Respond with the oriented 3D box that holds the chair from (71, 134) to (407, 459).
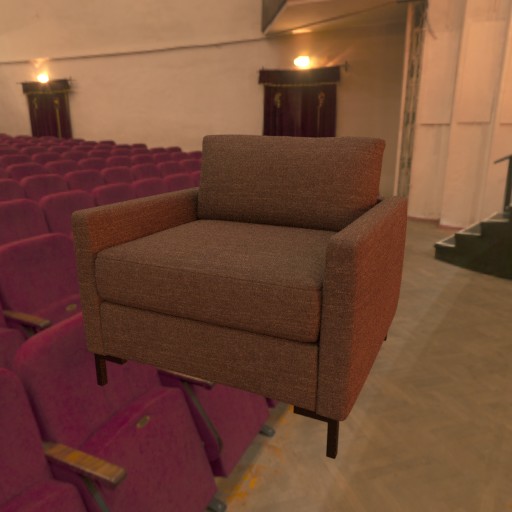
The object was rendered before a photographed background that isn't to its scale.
[{"bbox_3d":[0.000,0.000,1.597,0.940,0.841,0.845,7,17,25],"label":"chair"}]
